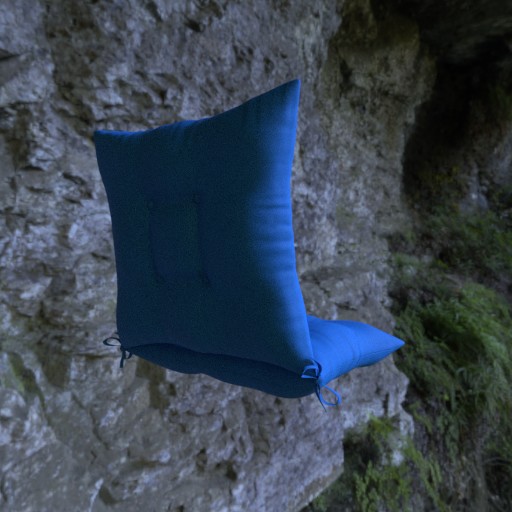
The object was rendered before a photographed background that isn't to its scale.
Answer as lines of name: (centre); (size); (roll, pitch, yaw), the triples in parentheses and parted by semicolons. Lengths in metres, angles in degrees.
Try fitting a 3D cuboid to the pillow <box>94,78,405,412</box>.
pillow: (0.000, 0.000, 1.006); (0.541, 0.536, 0.585); (0, -1, 35)
